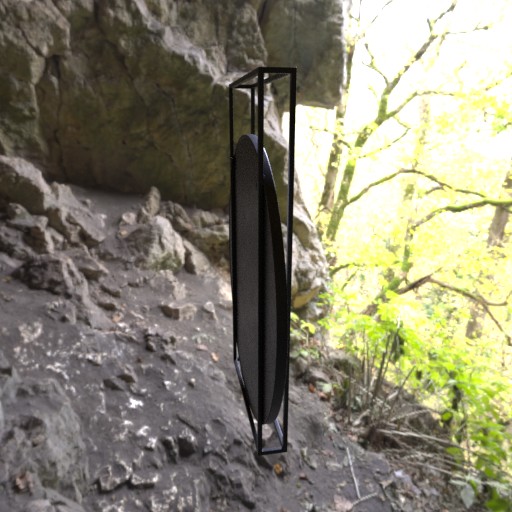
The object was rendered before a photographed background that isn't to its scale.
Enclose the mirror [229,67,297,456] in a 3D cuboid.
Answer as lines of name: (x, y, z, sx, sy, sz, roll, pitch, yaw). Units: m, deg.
mirror: (0.000, 0.000, 0.806, 0.051, 0.603, 0.508, -3, 17, -10)
